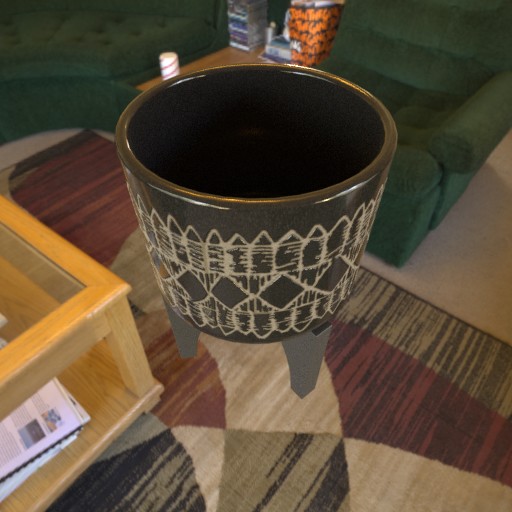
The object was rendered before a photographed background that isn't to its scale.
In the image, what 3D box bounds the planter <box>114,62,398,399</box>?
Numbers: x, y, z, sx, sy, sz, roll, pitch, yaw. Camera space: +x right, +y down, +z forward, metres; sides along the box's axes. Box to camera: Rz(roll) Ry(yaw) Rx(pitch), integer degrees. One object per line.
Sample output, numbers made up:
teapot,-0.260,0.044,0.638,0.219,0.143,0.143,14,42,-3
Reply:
planter,0.000,0.000,0.525,0.251,0.355,0.251,15,47,14
